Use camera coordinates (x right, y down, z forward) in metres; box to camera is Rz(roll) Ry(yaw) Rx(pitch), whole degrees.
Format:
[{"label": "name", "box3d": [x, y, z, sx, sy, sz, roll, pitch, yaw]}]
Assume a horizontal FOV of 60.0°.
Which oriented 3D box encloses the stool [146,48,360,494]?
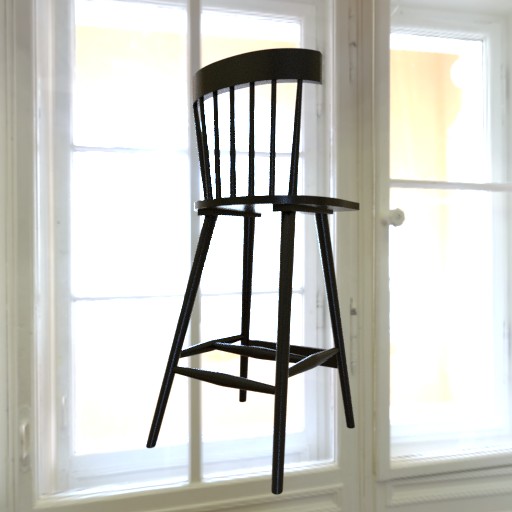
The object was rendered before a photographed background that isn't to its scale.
[{"label": "stool", "box3d": [0.000, 0.000, 1.334, 0.482, 1.092, 0.483, 1, 1, 34]}]
